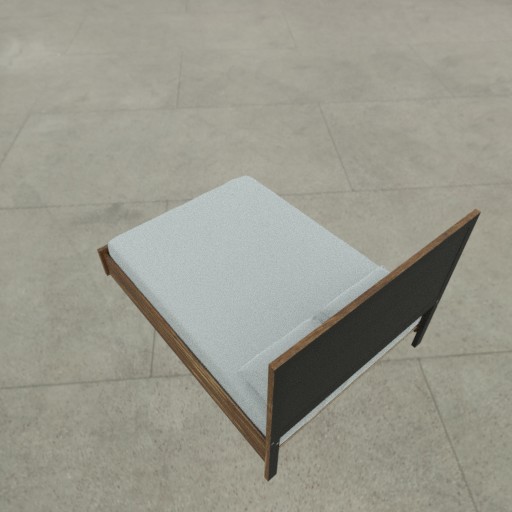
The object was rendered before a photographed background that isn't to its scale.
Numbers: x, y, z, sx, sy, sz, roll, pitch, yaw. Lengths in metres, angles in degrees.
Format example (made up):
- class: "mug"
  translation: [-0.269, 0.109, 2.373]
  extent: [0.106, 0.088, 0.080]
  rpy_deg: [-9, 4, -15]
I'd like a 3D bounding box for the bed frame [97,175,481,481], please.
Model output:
- class: "bed frame"
  translation: [0.000, 0.000, 3.443]
  extent: [1.696, 1.417, 2.276]
  rpy_deg: [-31, 53, -27]
